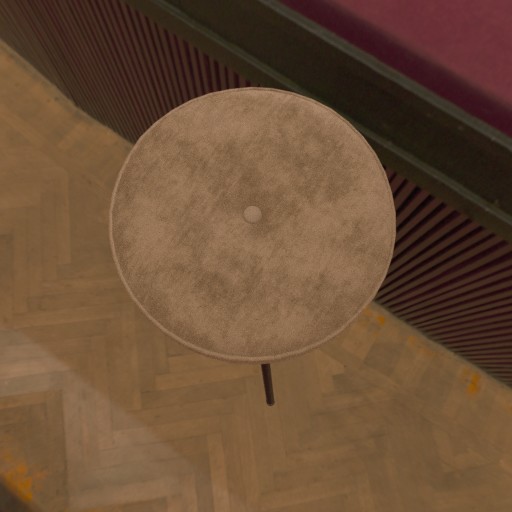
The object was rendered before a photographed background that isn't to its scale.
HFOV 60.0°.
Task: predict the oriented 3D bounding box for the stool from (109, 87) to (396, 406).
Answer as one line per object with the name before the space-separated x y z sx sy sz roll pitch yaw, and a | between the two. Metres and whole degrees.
stool | 0.000 0.000 0.872 0.423 0.538 0.457 35 79 8
